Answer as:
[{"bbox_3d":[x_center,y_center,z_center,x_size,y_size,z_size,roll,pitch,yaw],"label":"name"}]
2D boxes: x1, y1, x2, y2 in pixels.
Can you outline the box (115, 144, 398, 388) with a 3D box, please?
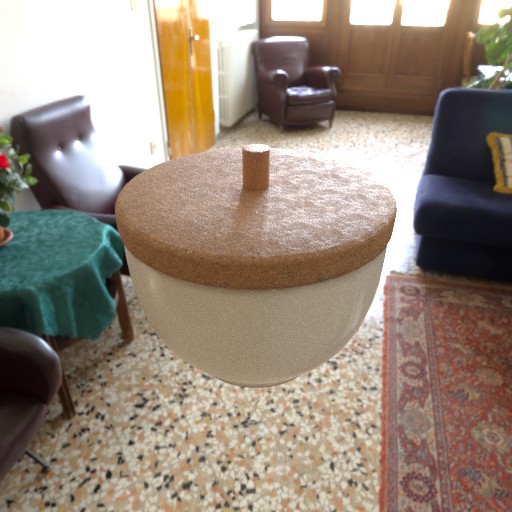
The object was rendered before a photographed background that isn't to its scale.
[{"bbox_3d":[0.000,0.000,0.189,0.107,0.094,0.107,0,31,0],"label":"box"}]
